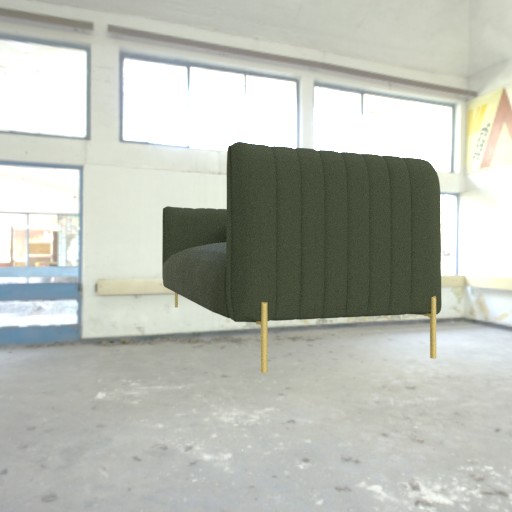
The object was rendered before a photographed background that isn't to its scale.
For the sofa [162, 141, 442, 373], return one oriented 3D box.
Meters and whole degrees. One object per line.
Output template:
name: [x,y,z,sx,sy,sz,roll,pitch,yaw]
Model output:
sofa: [0.000,0.000,2.581,0.896,0.793,2.137,0,0,-18]
